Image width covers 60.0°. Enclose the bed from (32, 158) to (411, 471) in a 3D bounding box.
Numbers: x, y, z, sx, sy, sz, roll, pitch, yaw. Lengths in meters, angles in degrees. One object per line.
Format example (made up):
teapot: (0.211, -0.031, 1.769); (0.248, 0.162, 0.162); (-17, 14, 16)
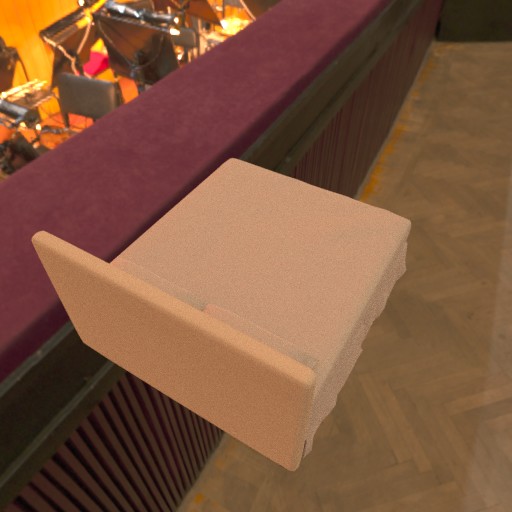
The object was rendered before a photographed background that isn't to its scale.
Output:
bed: (0.000, 0.000, 3.651); (2.119, 1.317, 2.341); (24, 51, 21)
